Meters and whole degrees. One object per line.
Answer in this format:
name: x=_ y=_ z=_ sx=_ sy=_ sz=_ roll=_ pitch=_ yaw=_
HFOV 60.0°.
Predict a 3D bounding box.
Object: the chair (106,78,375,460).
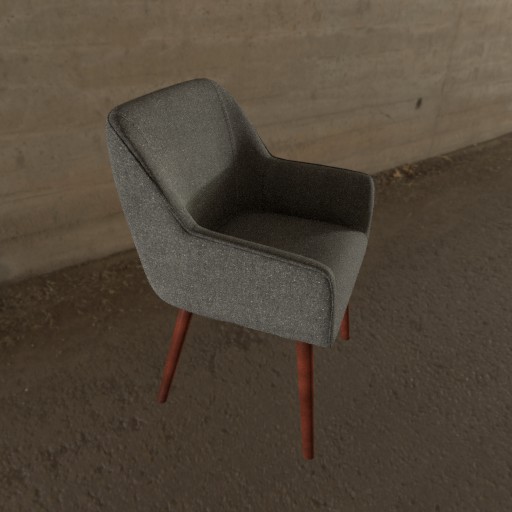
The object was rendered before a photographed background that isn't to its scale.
chair: x=0.000 y=0.000 z=1.164 sx=0.519 sy=0.803 sz=0.543 roll=11 pitch=33 yaw=18
